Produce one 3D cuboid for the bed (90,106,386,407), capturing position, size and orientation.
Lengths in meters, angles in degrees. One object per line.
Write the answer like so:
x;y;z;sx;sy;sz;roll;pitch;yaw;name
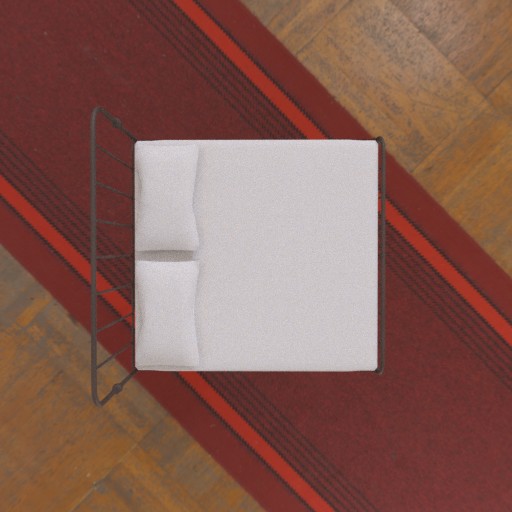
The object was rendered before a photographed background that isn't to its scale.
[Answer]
0.000;0.000;3.519;2.134;1.446;2.044;0;91;1;bed
